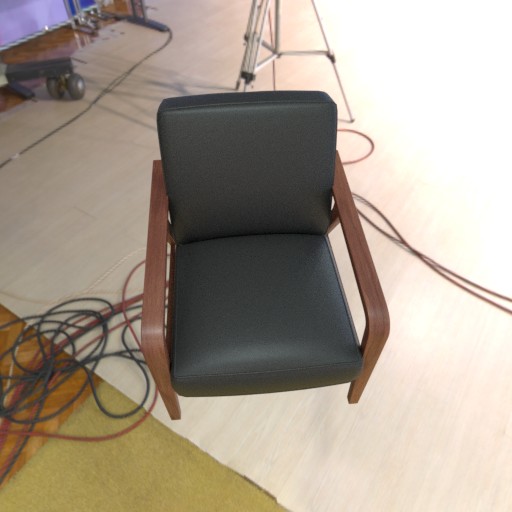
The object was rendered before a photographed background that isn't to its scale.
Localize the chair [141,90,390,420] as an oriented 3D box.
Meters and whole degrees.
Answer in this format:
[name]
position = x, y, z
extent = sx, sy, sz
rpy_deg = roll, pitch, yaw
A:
[chair]
position = 0.000, 0.000, 1.571
extent = 0.719, 0.861, 0.889
rpy_deg = -4, 48, -4
